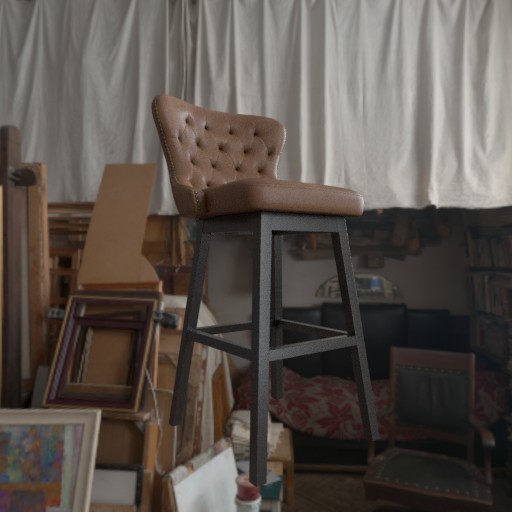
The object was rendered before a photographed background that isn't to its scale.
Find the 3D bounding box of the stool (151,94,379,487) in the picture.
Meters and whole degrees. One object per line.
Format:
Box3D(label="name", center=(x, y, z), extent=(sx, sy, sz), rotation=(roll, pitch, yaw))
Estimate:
Box3D(label="stool", center=(0.000, 0.000, 1.380), extent=(0.528, 1.050, 0.601), rotation=(-1, 1, -36))
